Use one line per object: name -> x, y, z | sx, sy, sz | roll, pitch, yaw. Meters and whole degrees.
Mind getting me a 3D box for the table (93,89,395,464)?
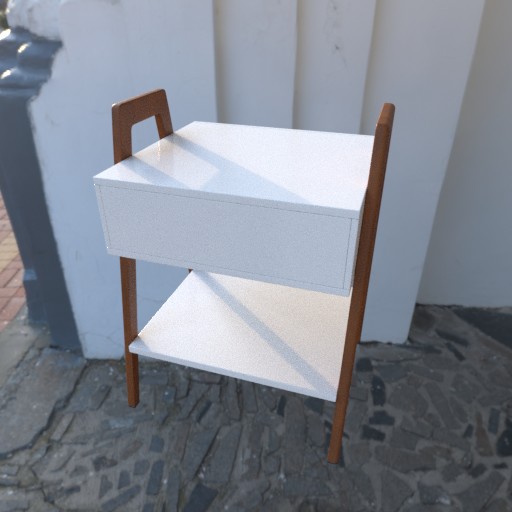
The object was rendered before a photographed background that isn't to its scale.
table -> 0.000, 0.000, 0.910 | 0.457, 0.610, 0.405 | 9, 32, 15
